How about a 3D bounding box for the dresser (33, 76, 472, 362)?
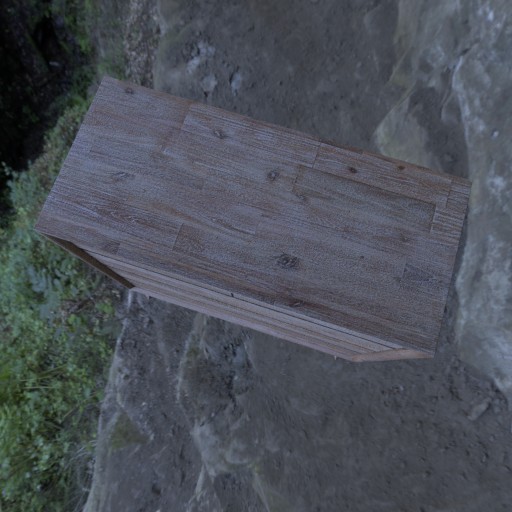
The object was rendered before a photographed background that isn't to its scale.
[{"bbox_3d":[0.000,0.000,1.595,0.998,1.029,0.455,17,76,4],"label":"dresser"}]
